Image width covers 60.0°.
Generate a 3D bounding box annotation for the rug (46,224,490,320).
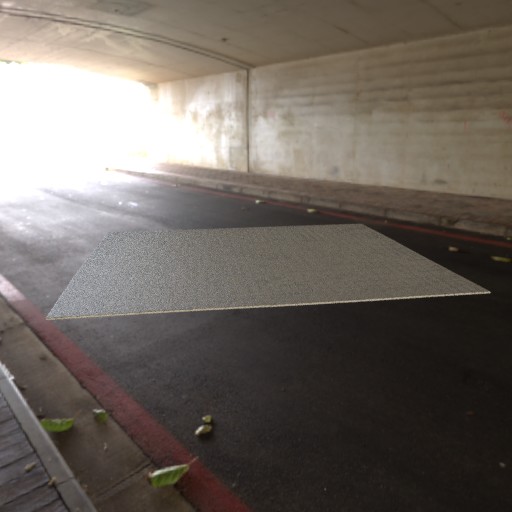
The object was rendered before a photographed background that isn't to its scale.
[{"bbox_3d":[0.000,0.000,4.125,3.061,0.014,2.447,-2,16,-9],"label":"rug"}]
